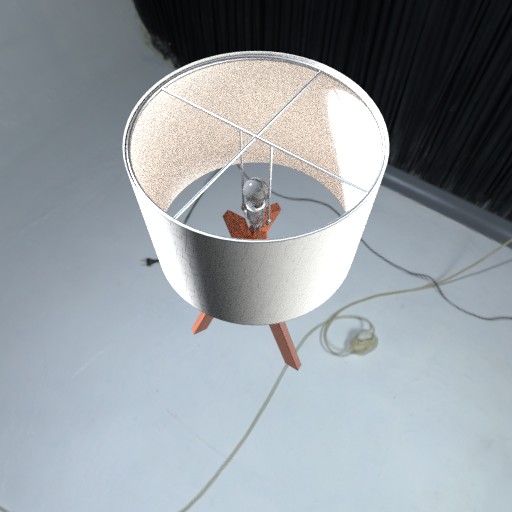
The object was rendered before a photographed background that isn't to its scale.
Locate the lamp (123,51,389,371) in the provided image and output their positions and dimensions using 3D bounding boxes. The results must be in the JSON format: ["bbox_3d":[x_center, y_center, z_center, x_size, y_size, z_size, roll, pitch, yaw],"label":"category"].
[{"bbox_3d":[0.000,0.000,0.931,0.380,0.686,0.380,31,63,18],"label":"lamp"}]
